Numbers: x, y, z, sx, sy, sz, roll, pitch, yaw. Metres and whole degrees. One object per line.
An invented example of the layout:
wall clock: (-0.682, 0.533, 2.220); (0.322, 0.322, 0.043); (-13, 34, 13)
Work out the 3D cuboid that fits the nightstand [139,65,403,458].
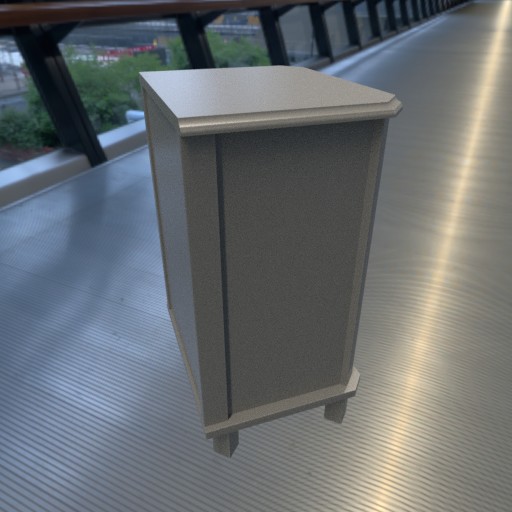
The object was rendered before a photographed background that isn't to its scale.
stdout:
nightstand: (0.000, 0.000, 0.927); (0.348, 0.680, 0.435); (-10, 32, -17)
